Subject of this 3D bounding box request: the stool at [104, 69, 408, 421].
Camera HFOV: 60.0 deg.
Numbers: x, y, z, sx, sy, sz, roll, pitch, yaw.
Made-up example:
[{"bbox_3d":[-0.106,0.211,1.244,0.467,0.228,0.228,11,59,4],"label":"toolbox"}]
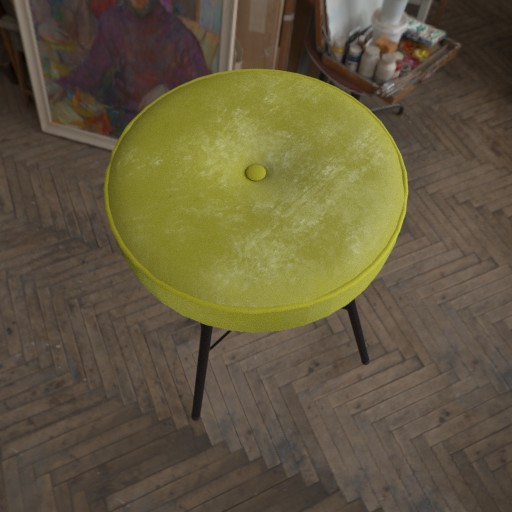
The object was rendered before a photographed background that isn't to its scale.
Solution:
[{"bbox_3d":[0.000,0.000,0.807,0.409,0.508,0.409,-16,63,-8],"label":"stool"}]
